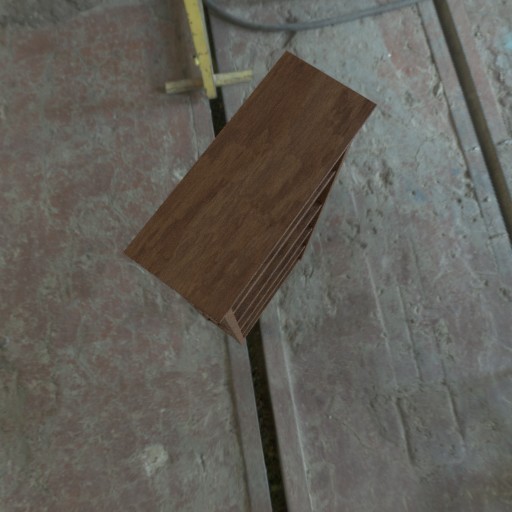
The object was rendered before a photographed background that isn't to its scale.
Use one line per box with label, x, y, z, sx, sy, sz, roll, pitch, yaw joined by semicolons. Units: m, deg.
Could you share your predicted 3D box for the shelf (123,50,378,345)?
shelf;0.000;0.000;2.207;0.335;1.905;0.805;34;78;8
